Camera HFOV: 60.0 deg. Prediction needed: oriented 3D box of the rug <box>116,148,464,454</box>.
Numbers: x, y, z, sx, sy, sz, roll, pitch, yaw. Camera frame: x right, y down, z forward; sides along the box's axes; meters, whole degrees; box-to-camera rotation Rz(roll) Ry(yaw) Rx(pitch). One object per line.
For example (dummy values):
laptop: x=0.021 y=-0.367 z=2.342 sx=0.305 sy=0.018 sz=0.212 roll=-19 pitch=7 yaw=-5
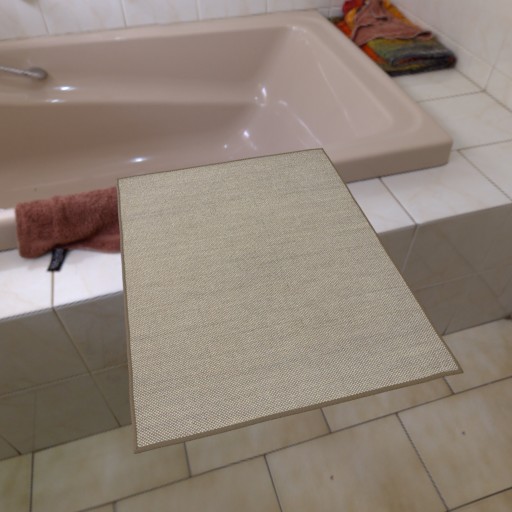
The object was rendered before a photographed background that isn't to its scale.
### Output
rug: x=0.000 y=0.000 z=4.074 sx=2.413 sy=0.020 sz=3.041 roll=-11 pitch=48 yaw=-10
